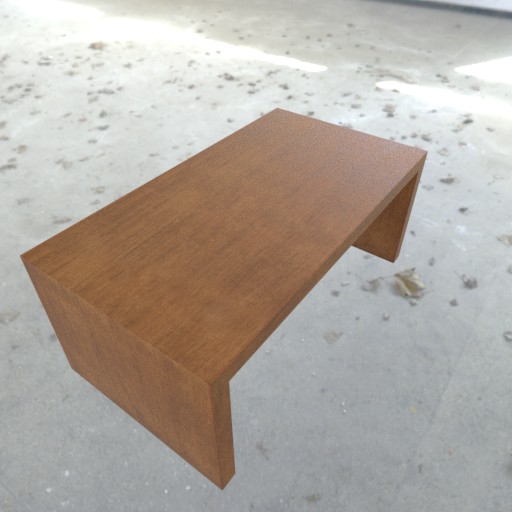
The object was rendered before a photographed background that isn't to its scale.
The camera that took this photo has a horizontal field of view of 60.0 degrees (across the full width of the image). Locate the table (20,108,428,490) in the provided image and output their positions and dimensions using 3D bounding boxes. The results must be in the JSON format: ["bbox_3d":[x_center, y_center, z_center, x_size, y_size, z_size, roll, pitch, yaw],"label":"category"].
[{"bbox_3d":[0.000,0.000,1.287,0.549,0.419,1.000,26,47,27],"label":"table"}]
